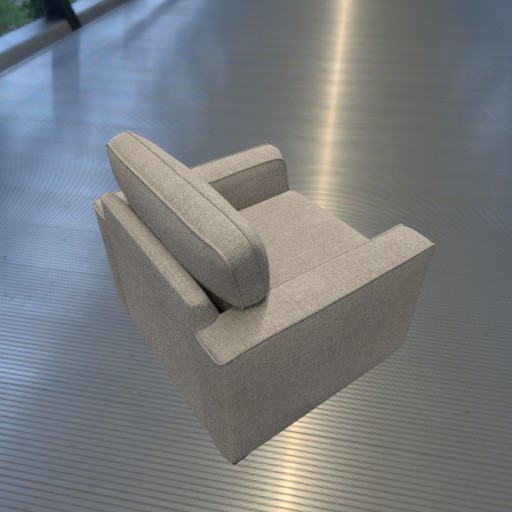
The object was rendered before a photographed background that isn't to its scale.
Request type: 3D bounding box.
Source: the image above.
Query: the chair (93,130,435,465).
[{"bbox_3d":[0.000,0.000,1.790,0.939,0.965,1.015,-25,46,-27],"label":"chair"}]
